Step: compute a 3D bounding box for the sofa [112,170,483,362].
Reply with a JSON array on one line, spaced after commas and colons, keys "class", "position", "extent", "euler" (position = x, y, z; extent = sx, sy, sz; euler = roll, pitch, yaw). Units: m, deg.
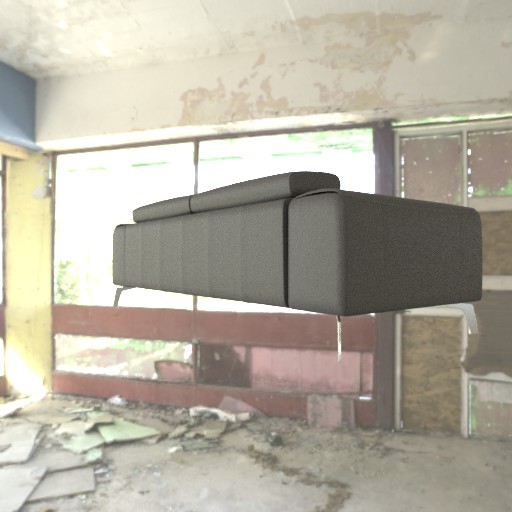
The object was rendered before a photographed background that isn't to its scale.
[{"class": "sofa", "position": [0.000, 0.000, 2.752], "extent": [1.023, 0.759, 2.321], "euler": [0, 0, -37]}]
